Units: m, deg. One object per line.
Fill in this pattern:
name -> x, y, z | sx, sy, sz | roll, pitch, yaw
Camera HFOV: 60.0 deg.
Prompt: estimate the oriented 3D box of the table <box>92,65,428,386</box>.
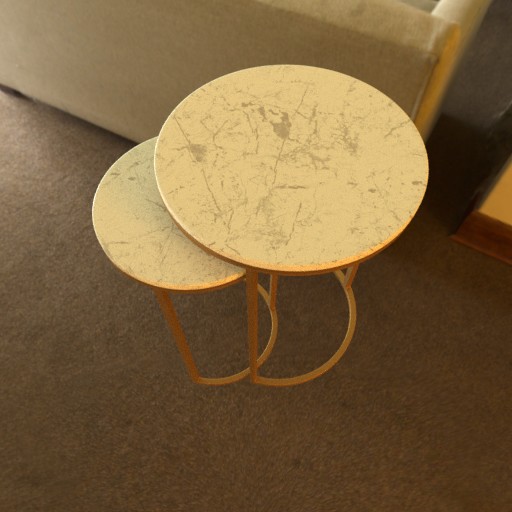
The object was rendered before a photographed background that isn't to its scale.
table -> 0.000, 0.000, 0.881 | 0.507, 0.550, 0.400 | -15, 60, -9
